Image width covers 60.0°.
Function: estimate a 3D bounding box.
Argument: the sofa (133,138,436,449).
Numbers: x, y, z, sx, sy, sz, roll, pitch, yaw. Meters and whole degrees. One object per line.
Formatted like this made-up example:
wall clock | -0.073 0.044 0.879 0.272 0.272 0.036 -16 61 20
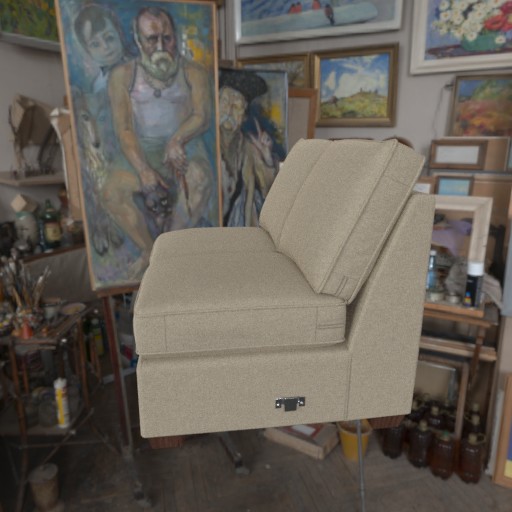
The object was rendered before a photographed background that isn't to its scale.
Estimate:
sofa | 0.000 0.000 1.965 0.951 1.008 1.237 -2 15 -8
